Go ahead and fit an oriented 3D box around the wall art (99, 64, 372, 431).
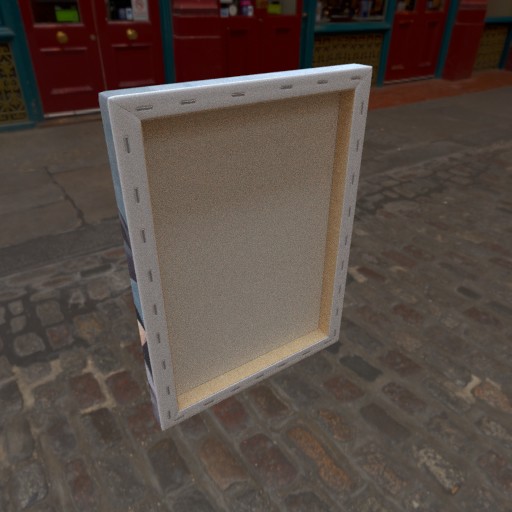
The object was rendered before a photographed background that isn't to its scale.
[{"bbox_3d":[0.000,0.000,0.809,0.455,0.613,0.037,-19,36,-29],"label":"wall art"}]
